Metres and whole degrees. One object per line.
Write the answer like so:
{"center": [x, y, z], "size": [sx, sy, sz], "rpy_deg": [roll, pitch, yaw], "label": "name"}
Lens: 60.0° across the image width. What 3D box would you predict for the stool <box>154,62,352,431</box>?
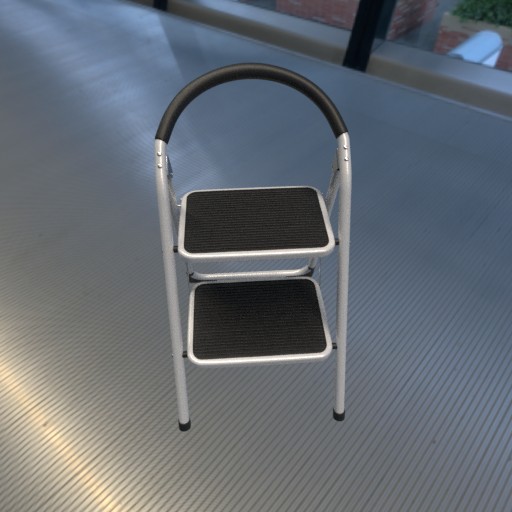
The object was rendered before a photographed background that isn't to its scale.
{"center": [0.000, 0.000, 1.119], "size": [0.453, 0.760, 0.559], "rpy_deg": [-3, 45, -3], "label": "stool"}
